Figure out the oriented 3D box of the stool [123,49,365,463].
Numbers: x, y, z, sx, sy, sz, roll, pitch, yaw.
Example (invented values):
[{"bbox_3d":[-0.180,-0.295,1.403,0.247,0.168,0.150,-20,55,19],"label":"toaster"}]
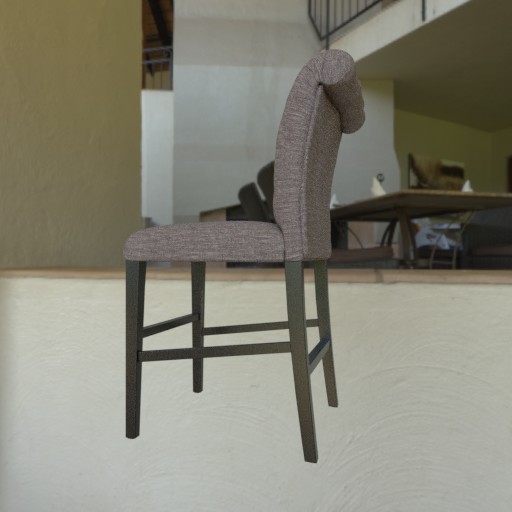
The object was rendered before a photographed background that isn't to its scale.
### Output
[{"bbox_3d":[0.000,0.000,1.299,0.611,0.970,0.457,0,0,17],"label":"stool"}]
